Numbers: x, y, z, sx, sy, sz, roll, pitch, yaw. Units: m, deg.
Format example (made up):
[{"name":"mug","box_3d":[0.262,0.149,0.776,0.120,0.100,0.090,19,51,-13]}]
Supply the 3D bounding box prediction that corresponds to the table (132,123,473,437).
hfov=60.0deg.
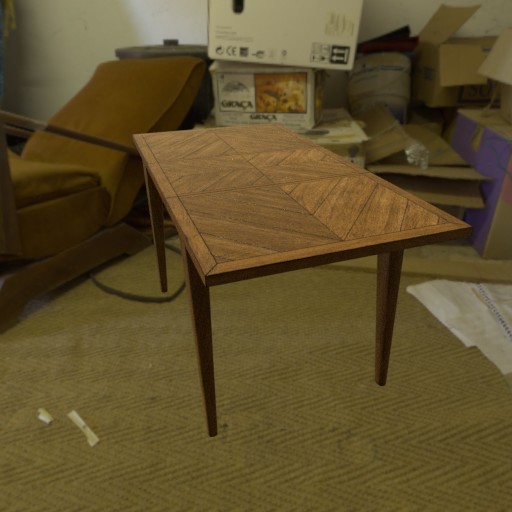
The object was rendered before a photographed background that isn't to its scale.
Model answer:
[{"name":"table","box_3d":[0.000,0.000,1.860,0.757,0.760,1.400,-10,30,-18]}]
